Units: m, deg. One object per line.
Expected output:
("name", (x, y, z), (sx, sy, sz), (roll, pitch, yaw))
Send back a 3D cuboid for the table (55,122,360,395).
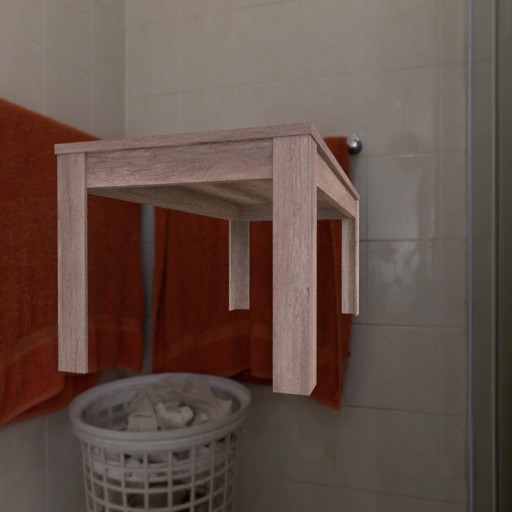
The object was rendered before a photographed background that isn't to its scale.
("table", (0.000, 0.000, 2.266), (0.900, 0.790, 1.800), (0, 1, 17))
